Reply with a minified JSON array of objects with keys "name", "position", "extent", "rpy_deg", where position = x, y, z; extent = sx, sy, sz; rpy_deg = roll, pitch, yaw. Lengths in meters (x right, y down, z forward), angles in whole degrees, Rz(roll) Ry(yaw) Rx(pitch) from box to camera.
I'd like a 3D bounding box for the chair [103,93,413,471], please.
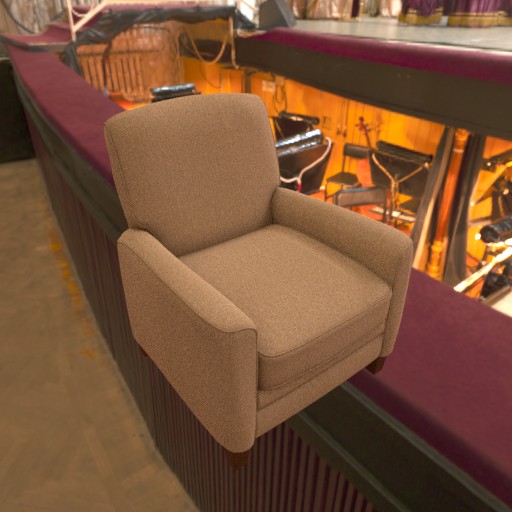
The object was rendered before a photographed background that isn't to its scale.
[{"name":"chair","position":[0.000,0.000,1.635],"extent":[0.848,1.014,0.864],"rpy_deg":[-21,37,-32]}]
